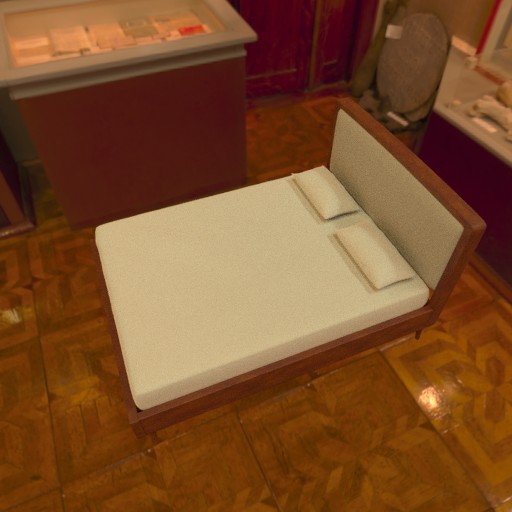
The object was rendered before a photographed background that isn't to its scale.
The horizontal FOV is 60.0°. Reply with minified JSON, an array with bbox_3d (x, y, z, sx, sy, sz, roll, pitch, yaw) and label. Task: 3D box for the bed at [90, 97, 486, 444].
[{"bbox_3d":[0.000,0.000,3.177,2.196,1.275,1.587,-17,50,-15],"label":"bed"}]
